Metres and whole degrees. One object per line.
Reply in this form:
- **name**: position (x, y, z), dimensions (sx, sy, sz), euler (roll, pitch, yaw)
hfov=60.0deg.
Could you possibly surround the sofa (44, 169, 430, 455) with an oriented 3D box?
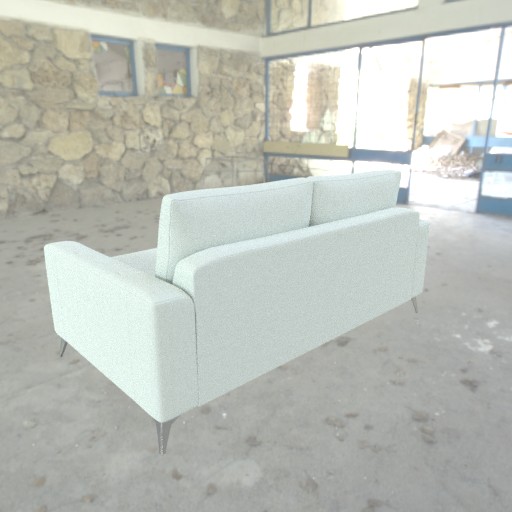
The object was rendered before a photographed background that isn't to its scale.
- **sofa**: position (0.000, 0.000, 2.115), dimensions (1.650, 0.790, 0.920), euler (-15, 21, -41)
